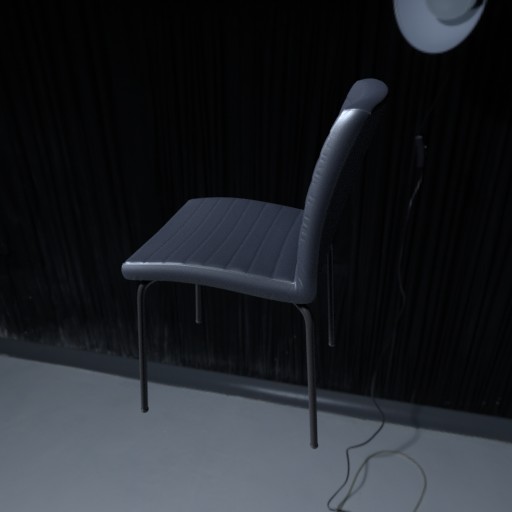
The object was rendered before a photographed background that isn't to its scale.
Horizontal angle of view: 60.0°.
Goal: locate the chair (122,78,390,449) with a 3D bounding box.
[{"bbox_3d":[0.000,0.000,1.186,0.572,0.872,0.450,7,30,13],"label":"chair"}]
